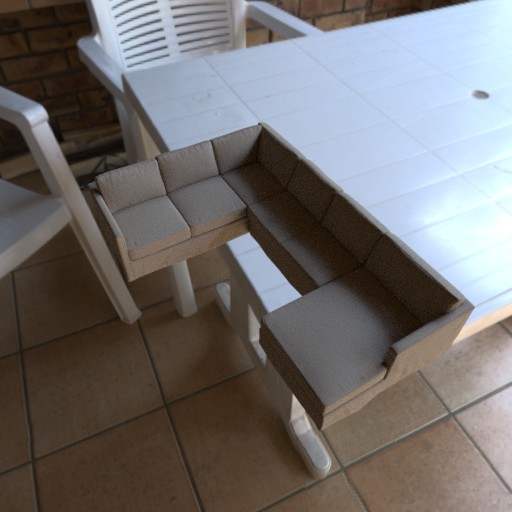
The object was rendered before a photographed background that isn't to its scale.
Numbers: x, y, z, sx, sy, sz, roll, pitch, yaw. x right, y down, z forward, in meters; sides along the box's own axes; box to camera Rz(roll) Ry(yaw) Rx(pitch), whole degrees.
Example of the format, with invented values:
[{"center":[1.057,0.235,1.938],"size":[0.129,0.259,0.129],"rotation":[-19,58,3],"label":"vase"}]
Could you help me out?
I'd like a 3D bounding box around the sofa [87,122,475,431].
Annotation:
[{"center":[0.000,0.000,4.601],"size":[2.427,0.882,3.460],"rotation":[-24,52,-20],"label":"sofa"}]
